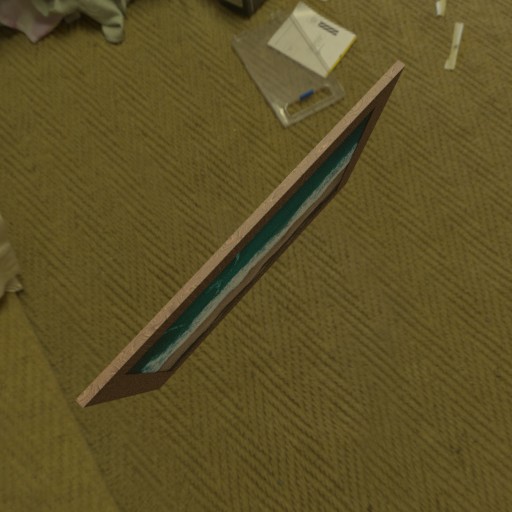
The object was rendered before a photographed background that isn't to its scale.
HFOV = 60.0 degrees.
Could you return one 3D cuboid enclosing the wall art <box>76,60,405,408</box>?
[{"bbox_3d":[0.000,0.000,1.153,0.019,0.626,0.917,41,80,9],"label":"wall art"}]
